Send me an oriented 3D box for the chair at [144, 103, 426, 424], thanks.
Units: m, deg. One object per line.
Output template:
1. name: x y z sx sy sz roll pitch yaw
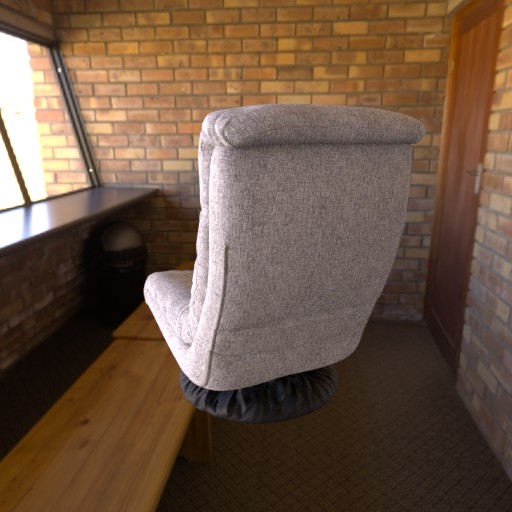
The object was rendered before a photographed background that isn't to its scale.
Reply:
1. chair: 0.000 0.000 0.972 0.400 0.600 0.583 -7 17 -25
